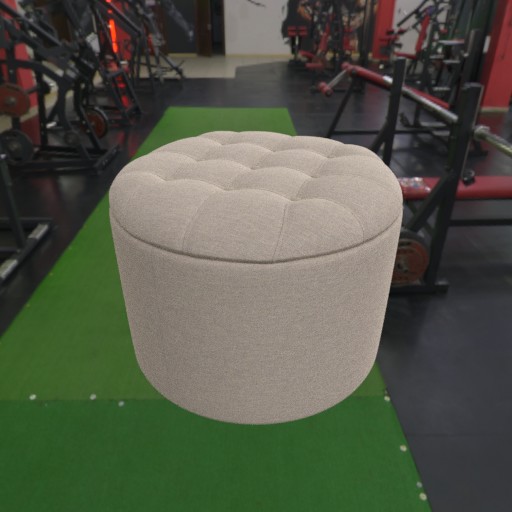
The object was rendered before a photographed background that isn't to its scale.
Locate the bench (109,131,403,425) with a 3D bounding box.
[{"bbox_3d":[0.000,0.000,1.013,0.600,0.454,0.600,0,30,0],"label":"bench"}]
